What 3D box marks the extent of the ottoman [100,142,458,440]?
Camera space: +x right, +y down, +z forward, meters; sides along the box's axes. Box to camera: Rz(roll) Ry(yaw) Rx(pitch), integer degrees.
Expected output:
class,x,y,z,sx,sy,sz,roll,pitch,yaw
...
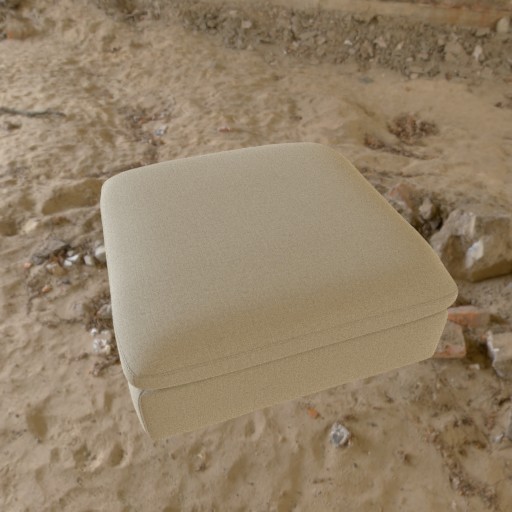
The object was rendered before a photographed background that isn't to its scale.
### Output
class,x,y,z,sx,sy,sz,roll,pitch,yaw
ottoman,0.000,0.000,1.585,0.996,0.467,0.977,-12,43,-13
